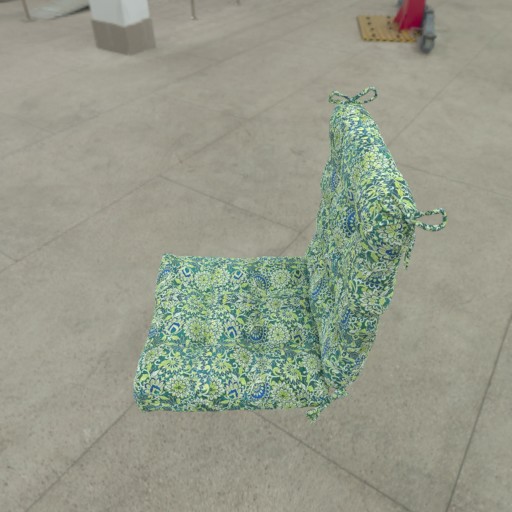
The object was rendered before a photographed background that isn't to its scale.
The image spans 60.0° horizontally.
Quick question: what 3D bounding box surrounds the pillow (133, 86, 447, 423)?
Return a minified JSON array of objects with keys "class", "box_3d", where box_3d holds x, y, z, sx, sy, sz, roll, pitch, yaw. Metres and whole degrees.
[{"class":"pillow","box_3d":[0.000,0.000,1.017,0.571,0.605,0.519,-1,41,-1]}]
